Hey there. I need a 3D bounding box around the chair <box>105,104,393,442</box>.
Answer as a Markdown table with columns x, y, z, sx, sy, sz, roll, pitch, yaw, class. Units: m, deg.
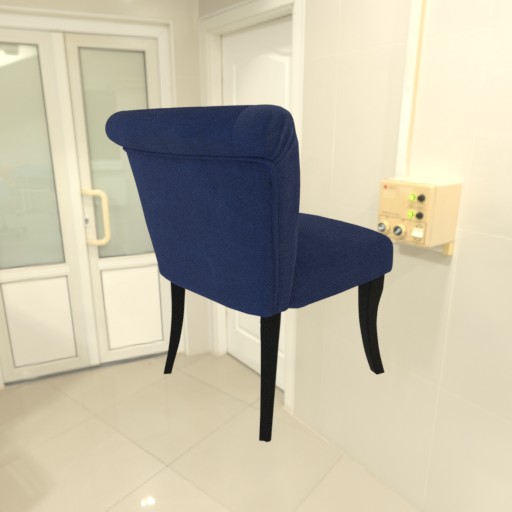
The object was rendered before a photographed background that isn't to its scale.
| x | y | z | sx | sy | sz | roll | pitch | yaw | class |
| --- | --- | --- | --- | --- | --- | --- | --- | --- | --- |
| 0.000 | 0.000 | 1.205 | 0.606 | 0.753 | 0.585 | -15 | 22 | -42 | chair |
